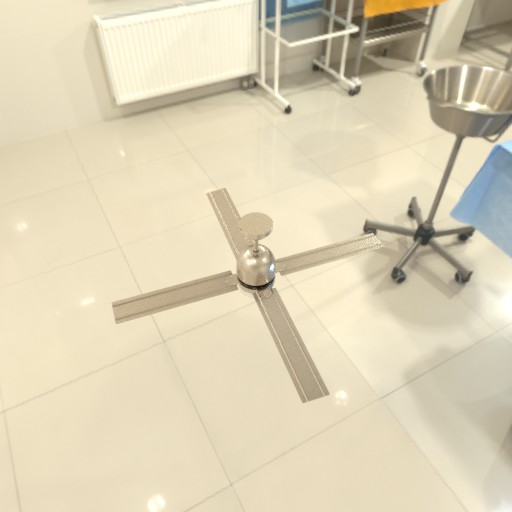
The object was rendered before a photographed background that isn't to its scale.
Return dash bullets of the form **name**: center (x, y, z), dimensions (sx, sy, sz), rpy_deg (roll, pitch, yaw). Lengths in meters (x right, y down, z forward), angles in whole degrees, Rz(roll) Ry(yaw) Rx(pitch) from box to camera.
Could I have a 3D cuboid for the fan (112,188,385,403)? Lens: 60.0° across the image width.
- **fan**: center (0.000, 0.000, 2.032), dimensions (1.346, 0.406, 1.346), rpy_deg (-16, 49, -15)
